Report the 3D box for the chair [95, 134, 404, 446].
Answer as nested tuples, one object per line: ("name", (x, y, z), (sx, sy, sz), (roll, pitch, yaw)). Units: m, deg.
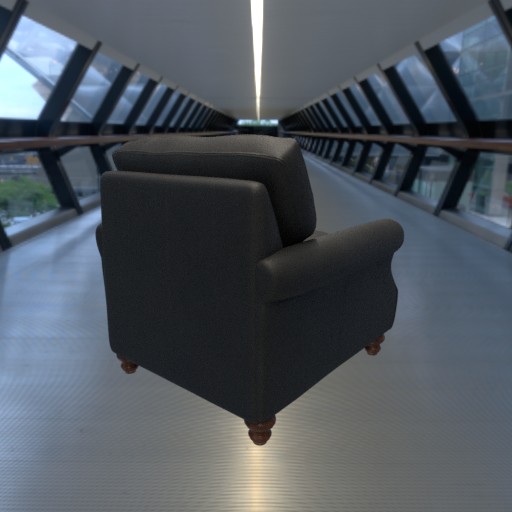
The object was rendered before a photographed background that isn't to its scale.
("chair", (0.000, 0.000, 1.833), (1.015, 0.960, 1.027), (14, 20, 43))
